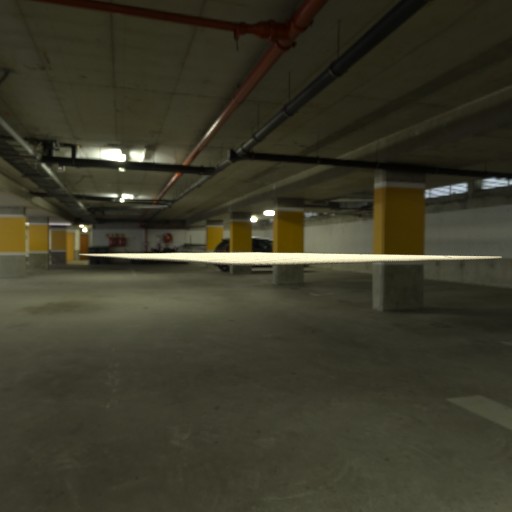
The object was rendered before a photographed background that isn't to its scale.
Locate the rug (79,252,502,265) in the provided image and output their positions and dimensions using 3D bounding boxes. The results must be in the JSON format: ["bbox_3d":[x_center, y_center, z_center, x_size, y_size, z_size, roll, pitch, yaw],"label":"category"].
[{"bbox_3d":[0.000,0.000,4.210,2.436,0.026,3.381,-1,1,-35],"label":"rug"}]
